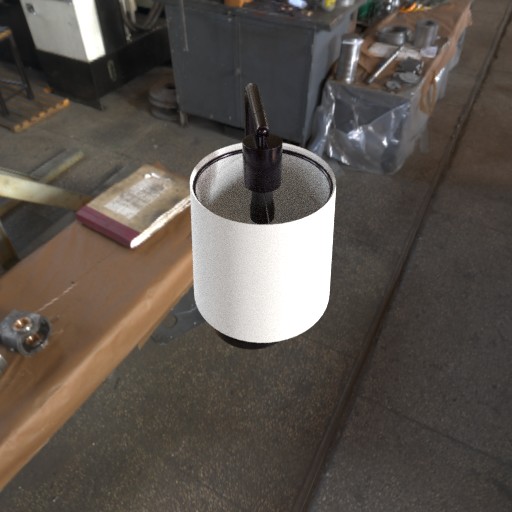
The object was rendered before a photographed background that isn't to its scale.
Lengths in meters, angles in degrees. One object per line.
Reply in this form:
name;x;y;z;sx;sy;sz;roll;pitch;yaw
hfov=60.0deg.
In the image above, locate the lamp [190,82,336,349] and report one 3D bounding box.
lamp;0.000;0.000;0.640;0.171;0.489;0.333;-4;45;-4
